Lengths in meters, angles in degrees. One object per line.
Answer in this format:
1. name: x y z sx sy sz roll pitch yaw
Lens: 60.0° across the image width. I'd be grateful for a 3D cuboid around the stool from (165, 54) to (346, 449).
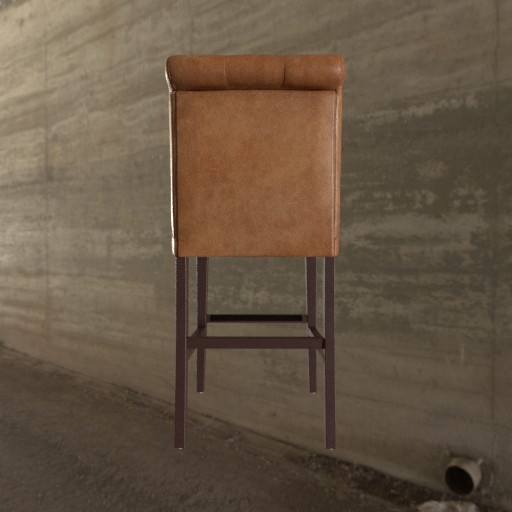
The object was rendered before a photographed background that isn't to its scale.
1. stool: 0.000 0.000 1.406 0.493 1.047 0.601 0 1 1
